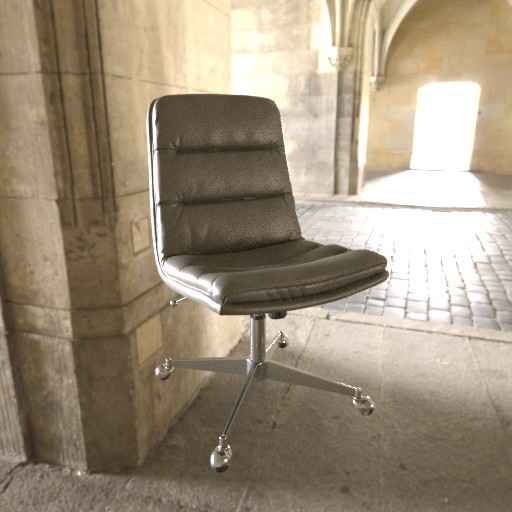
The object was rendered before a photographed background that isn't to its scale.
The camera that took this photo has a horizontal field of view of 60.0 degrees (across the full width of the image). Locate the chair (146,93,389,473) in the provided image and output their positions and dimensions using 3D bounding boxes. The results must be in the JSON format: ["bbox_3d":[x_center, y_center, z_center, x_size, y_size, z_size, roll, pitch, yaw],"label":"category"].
[{"bbox_3d":[0.000,0.000,1.038,0.422,0.738,0.485,-9,18,-28],"label":"chair"}]
